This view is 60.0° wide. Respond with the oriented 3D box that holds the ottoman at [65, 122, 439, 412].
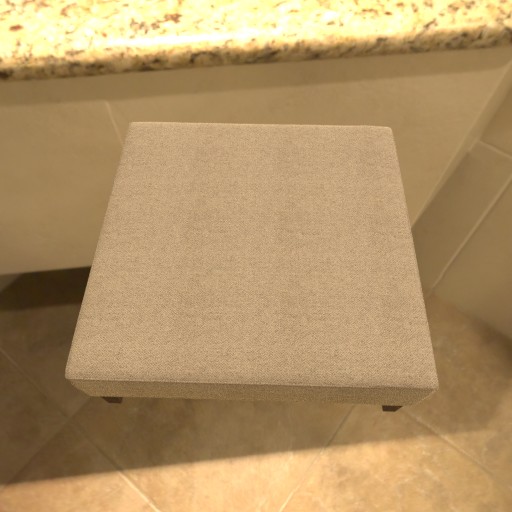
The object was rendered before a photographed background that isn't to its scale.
[{"bbox_3d":[0.000,0.000,1.517,0.982,0.381,0.973,1,59,1],"label":"ottoman"}]
